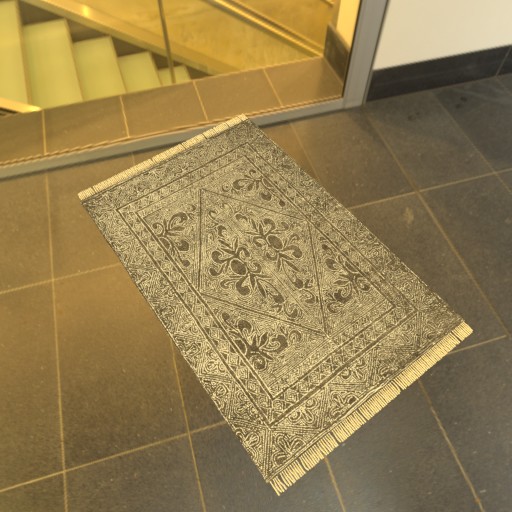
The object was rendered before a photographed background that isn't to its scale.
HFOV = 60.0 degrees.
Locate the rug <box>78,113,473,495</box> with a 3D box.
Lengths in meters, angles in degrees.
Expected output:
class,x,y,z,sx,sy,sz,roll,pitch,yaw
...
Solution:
class,x,y,z,sx,sy,sz,roll,pitch,yaw
rug,0.000,0.000,2.989,1.529,0.010,2.440,-32,63,-18
